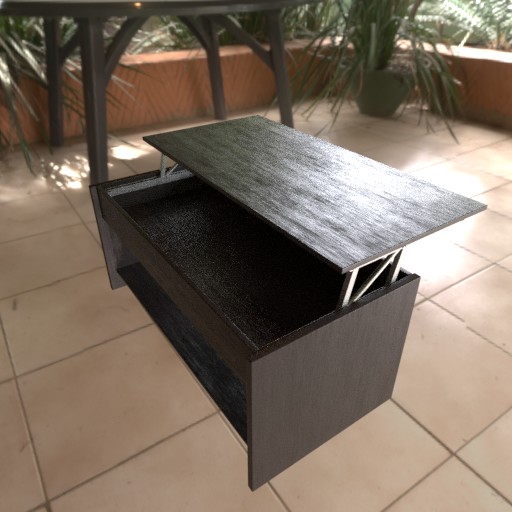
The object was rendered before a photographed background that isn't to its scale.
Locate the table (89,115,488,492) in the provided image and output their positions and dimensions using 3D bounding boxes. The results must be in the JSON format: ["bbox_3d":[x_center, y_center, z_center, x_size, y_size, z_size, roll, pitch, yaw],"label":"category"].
[{"bbox_3d":[0.000,0.000,1.431,0.712,0.570,1.000,-20,38,-29],"label":"table"}]
